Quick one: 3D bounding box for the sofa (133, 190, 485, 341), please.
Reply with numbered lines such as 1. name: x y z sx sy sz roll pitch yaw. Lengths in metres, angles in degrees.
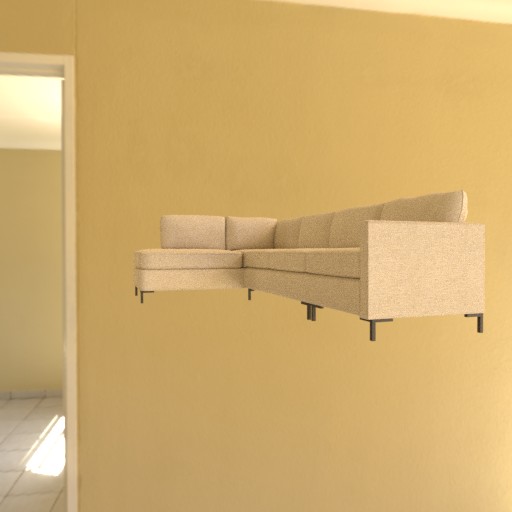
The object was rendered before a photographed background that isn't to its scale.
1. sofa: 0.000 0.000 4.204 2.048 0.996 3.384 0 1 -19
